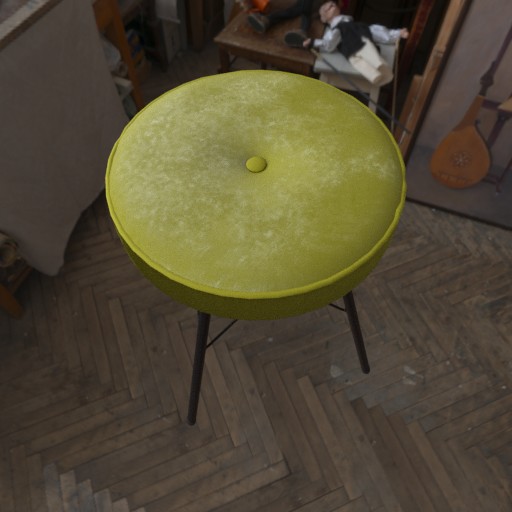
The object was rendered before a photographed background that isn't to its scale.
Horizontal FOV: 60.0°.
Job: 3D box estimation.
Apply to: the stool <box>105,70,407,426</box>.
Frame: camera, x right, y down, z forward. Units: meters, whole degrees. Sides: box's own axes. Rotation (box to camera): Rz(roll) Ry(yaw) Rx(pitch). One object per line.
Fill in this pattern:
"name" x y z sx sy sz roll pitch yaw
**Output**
"stool" 0.000 0.000 0.807 0.409 0.508 0.409 -14 59 -8
